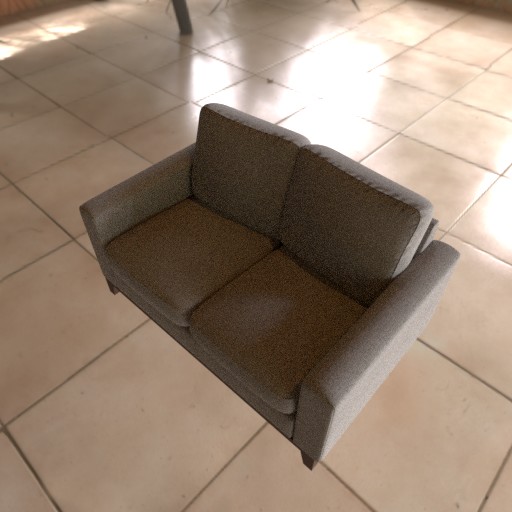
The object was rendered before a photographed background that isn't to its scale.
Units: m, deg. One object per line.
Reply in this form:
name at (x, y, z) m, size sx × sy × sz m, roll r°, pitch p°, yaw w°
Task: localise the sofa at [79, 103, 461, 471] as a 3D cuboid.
sofa at (0.000, 0.000, 1.992) m, size 1.420 × 0.873 × 0.917 m, roll 33°, pitch 55°, yaw 28°
